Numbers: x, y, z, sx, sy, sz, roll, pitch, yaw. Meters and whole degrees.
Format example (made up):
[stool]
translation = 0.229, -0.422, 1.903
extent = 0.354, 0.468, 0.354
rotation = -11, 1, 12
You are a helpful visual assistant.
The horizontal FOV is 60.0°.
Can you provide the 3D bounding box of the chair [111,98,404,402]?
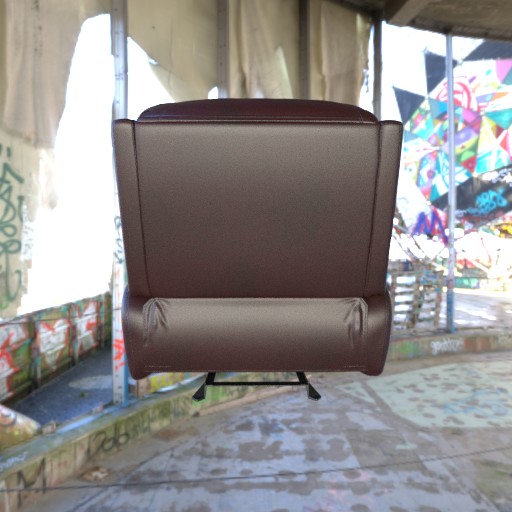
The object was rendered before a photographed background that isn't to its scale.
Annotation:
[chair]
translation = 0.000, 0.000, 1.741
extent = 0.930, 1.011, 0.899
rotation = 0, 0, -1
